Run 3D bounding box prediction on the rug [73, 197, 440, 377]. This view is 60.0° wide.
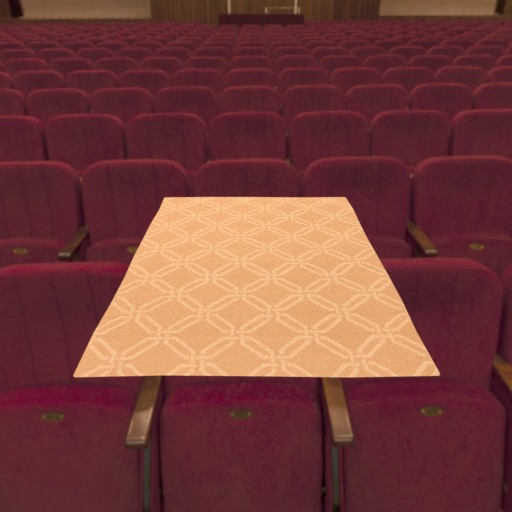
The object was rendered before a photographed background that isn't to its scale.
[{"bbox_3d":[0.000,0.000,2.755,1.524,0.013,2.135,0,28,0],"label":"rug"}]
